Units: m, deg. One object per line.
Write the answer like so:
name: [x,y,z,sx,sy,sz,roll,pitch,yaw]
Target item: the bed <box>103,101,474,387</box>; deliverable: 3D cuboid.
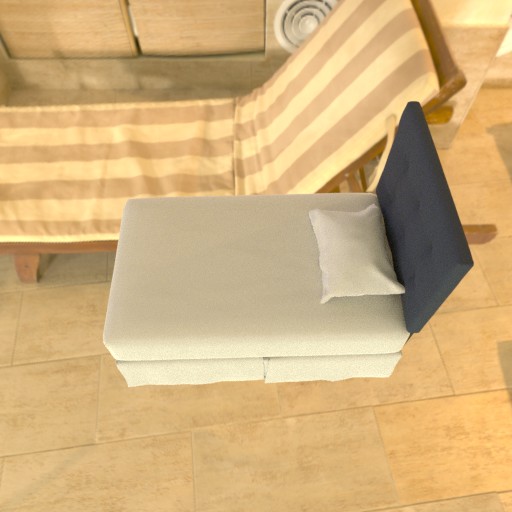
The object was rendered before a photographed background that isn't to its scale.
bed: [0.000,0.000,2.956,1.997,1.571,1.261,-1,58,-1]
